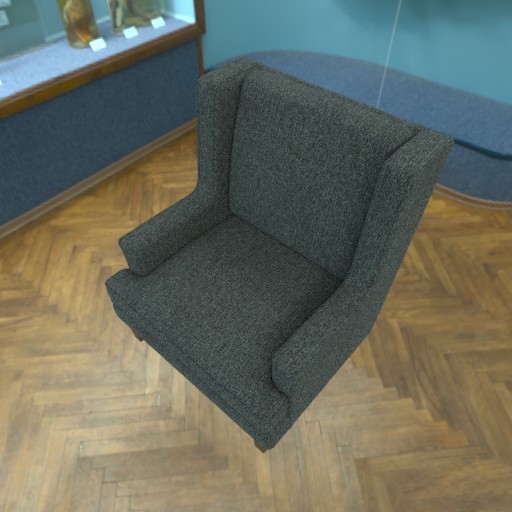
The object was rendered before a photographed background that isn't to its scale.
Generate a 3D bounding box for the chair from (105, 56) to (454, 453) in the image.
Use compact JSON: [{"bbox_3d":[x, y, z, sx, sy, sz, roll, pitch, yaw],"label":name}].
[{"bbox_3d":[0.000,0.000,1.802,0.942,1.082,0.927,33,55,27],"label":"chair"}]
